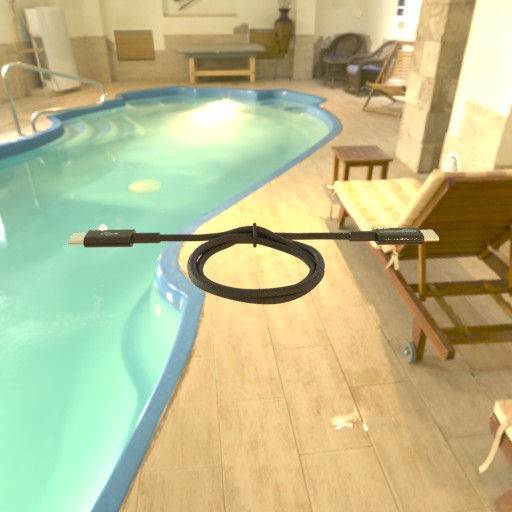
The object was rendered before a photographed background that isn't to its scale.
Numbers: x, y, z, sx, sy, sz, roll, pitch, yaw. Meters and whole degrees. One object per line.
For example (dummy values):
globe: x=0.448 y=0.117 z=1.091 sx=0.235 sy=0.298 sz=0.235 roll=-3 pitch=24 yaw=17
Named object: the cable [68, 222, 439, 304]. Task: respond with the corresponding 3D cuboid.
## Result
cable: x=0.000 y=0.000 z=0.222 sx=0.203 sy=0.014 sz=0.070 roll=-1 pitch=30 yaw=-1
